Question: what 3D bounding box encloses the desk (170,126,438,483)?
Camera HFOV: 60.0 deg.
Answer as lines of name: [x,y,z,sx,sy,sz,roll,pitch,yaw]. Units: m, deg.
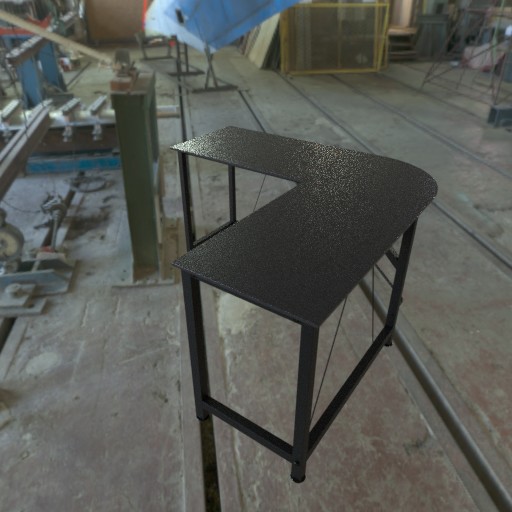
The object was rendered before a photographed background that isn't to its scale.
desk: [0.000,0.000,2.204,1.400,0.762,1.400,20,37,30]
